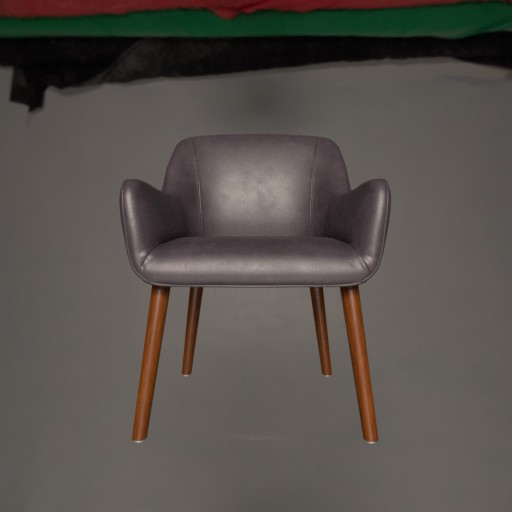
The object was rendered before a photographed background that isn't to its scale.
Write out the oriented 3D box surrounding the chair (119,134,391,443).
[{"bbox_3d":[0.000,0.000,1.269,0.610,0.828,0.610,0,1,1],"label":"chair"}]
